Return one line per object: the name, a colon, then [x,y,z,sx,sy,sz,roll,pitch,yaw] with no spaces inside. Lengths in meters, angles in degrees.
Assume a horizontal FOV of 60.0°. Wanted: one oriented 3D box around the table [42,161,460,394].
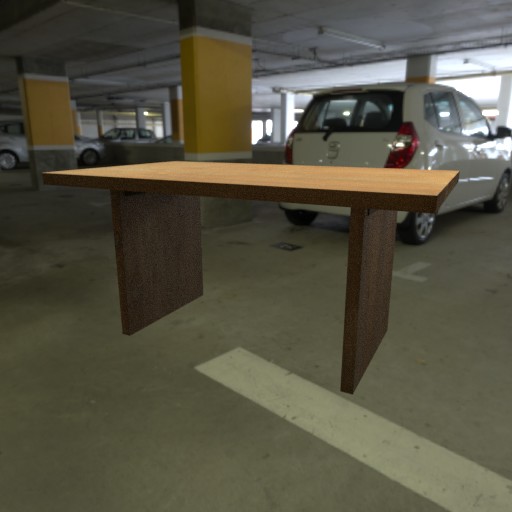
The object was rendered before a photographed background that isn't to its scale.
table: [0.000,0.000,2.080,1.609,0.780,0.946,8,17,26]
